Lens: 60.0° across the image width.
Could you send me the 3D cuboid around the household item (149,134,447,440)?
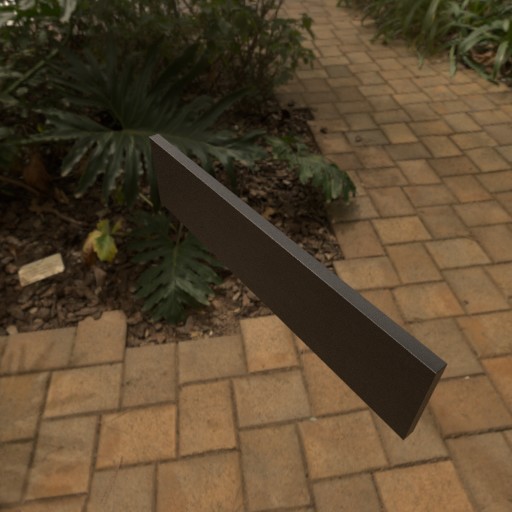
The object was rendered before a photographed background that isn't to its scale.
[{"bbox_3d":[0.000,0.000,1.093,0.030,0.236,1.001,-27,49,-26],"label":"household item"}]
